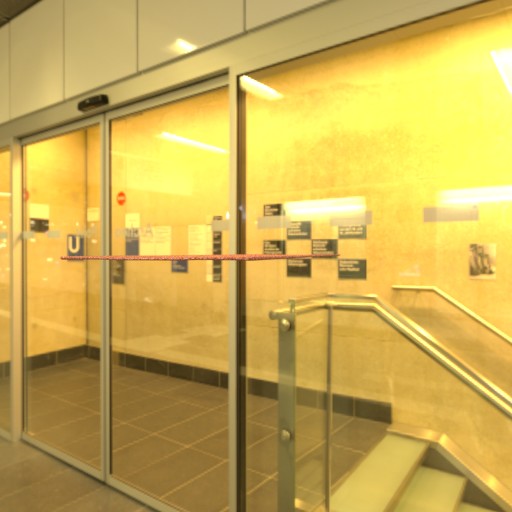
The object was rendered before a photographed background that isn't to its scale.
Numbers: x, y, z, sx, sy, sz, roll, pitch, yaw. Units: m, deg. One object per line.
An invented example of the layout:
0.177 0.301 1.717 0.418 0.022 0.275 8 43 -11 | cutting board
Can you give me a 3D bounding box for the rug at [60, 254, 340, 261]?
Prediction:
0.000 0.000 2.494 0.687 0.012 2.307 0 0 17 | rug
